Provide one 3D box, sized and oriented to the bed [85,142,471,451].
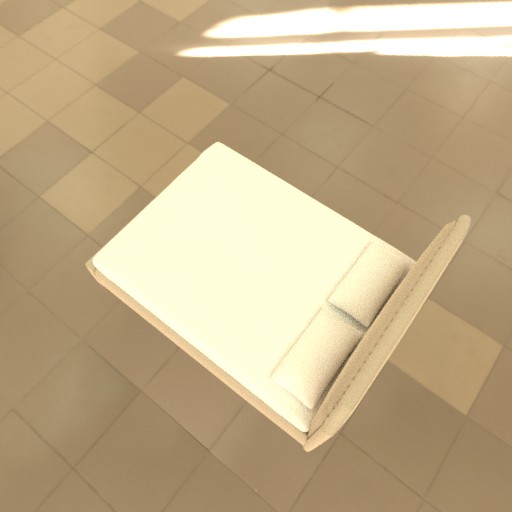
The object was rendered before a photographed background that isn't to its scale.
[{"bbox_3d":[0.000,0.000,3.474,2.372,1.443,1.713,34,67,17],"label":"bed"}]
